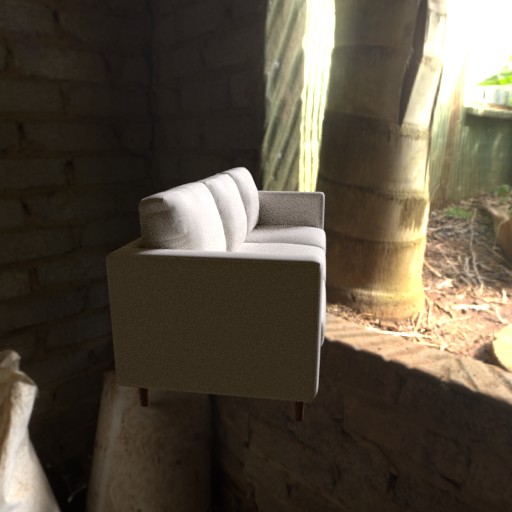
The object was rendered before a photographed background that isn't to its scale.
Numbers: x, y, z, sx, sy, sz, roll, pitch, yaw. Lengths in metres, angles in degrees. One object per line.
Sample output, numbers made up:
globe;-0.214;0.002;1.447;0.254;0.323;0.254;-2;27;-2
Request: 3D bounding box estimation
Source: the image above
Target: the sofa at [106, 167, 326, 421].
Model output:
sofa;0.000;0.000;2.557;0.802;0.912;2.029;2;15;8
